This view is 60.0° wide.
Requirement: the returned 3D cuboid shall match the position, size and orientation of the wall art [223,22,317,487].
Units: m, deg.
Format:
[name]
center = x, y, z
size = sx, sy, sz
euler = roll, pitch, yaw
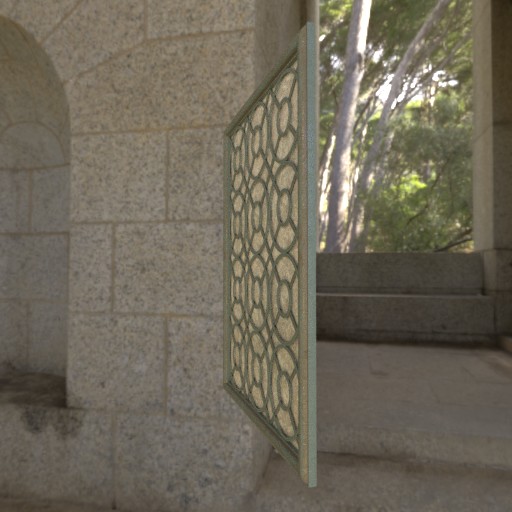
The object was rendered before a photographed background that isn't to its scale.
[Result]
[wall art]
center = 0.000, 0.000, 1.302
size = 0.030, 0.983, 0.767
euler = 0, -2, -17
